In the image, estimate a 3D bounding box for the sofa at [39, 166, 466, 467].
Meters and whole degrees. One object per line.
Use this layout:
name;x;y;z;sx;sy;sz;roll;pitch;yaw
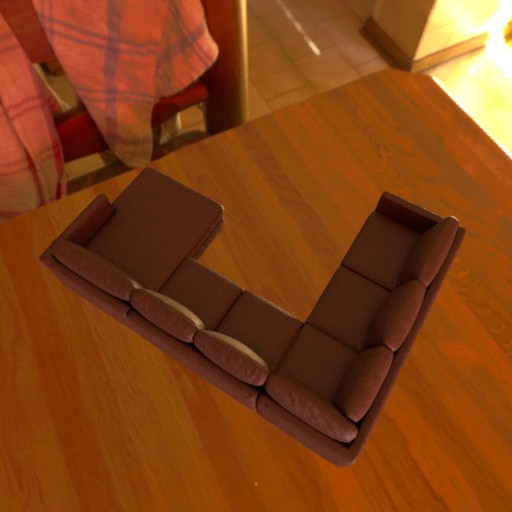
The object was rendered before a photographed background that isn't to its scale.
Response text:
sofa;0.000;0.000;4.622;3.460;0.923;2.593;29;67;14
